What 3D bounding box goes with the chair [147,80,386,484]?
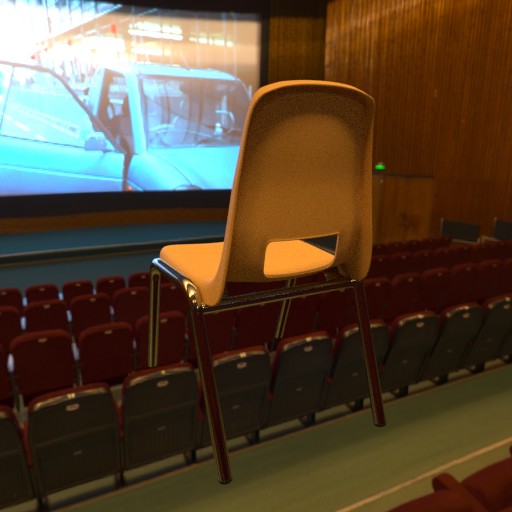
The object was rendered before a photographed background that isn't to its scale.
[{"bbox_3d":[0.000,0.000,0.843,0.354,0.586,0.423,-7,17,-26],"label":"chair"}]
